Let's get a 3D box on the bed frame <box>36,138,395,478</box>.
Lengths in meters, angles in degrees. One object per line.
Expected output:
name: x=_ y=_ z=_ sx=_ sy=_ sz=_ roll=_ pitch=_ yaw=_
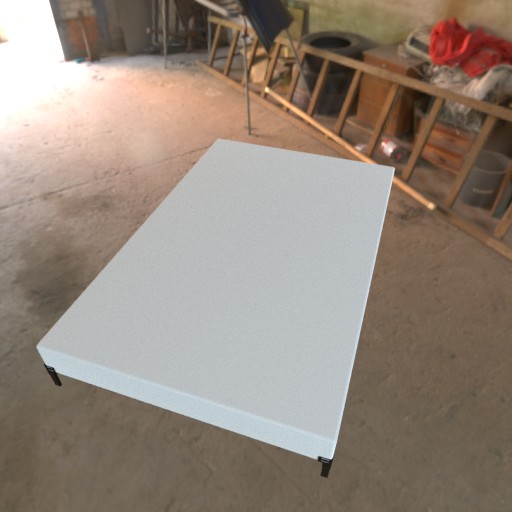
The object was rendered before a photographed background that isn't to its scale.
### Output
bed frame: x=0.000 y=0.000 z=3.746 sx=1.930 sy=0.440 sz=2.987 roll=13 pitch=43 yaw=14
